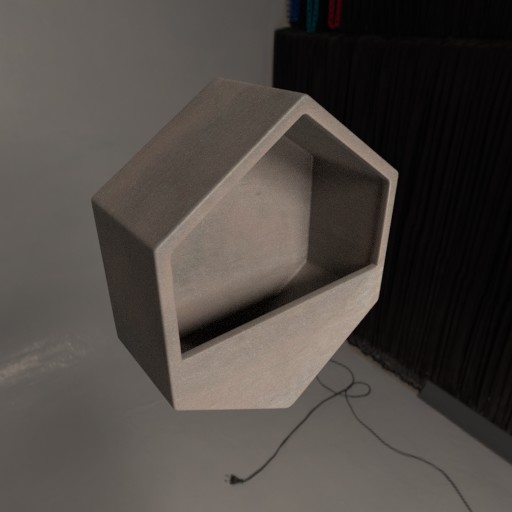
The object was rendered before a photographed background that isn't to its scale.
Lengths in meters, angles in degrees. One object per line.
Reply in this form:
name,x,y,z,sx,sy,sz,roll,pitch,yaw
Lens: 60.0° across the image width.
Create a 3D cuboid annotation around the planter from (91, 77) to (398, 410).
planter,0.000,0.000,0.284,0.169,0.206,0.077,-21,35,-32
